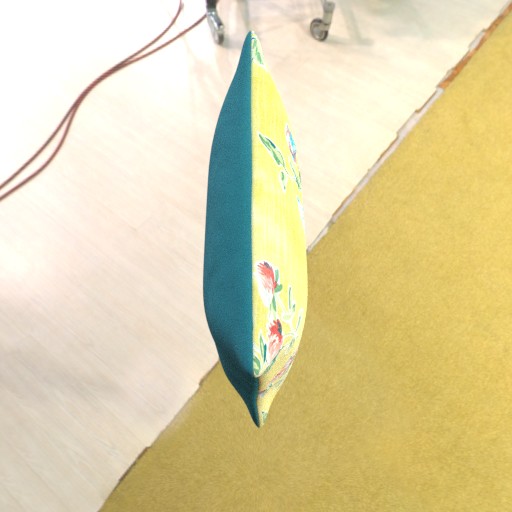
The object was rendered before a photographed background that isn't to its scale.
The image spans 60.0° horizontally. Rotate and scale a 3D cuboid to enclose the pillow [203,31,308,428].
[{"bbox_3d":[0.000,0.000,0.790,0.166,0.508,0.525,0,63,0],"label":"pillow"}]
